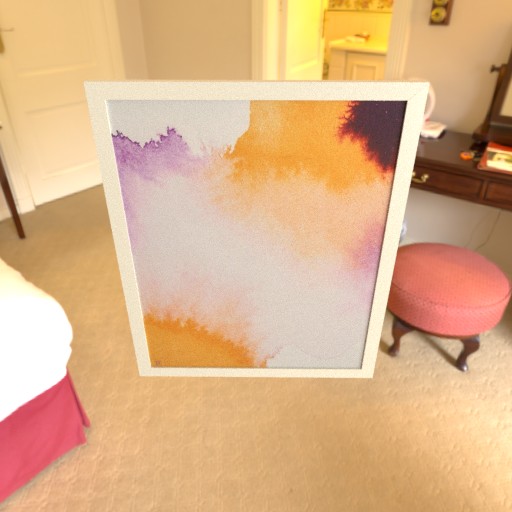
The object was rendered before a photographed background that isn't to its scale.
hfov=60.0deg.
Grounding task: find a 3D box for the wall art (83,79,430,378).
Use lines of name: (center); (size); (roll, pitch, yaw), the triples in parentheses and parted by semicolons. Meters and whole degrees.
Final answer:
wall art: (0.000, 0.000, 0.612); (0.382, 0.456, 0.013); (0, 31, 1)
